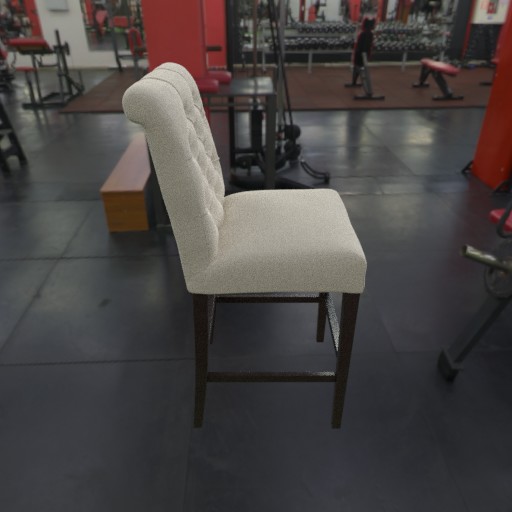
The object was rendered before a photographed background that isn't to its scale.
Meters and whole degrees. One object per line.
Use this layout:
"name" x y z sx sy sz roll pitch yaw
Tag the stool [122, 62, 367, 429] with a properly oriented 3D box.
"stool" 0.000 0.000 1.438 0.610 1.118 0.482 0 31 0
